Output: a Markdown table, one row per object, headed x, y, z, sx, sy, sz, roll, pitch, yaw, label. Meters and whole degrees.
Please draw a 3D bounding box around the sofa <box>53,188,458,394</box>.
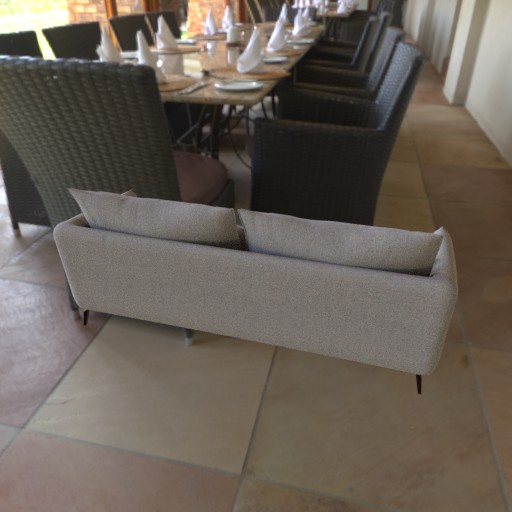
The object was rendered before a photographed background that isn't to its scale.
| x | y | z | sx | sy | sz | roll | pitch | yaw | label |
| --- | --- | --- | --- | --- | --- | --- | --- | --- | --- |
| 0.000 | 0.000 | 2.391 | 2.022 | 0.833 | 0.809 | 8 | 32 | 14 | sofa |
